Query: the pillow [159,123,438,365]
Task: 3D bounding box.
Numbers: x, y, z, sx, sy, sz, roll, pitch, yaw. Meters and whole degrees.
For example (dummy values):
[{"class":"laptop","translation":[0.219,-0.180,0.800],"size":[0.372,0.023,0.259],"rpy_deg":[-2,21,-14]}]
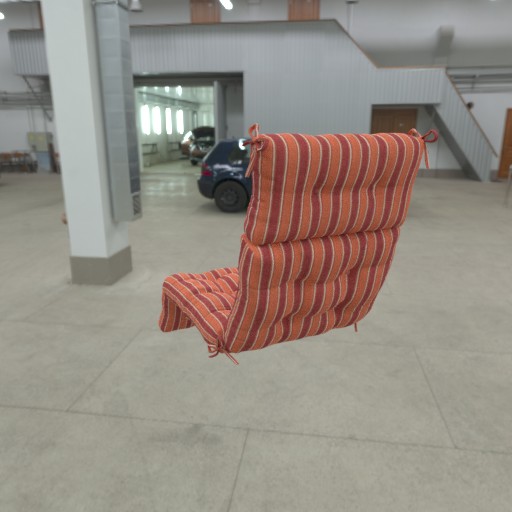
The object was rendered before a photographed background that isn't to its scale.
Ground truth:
[{"class":"pillow","translation":[0.000,0.000,1.527],"size":[0.526,0.863,1.016],"rpy_deg":[-8,18,-26]}]
